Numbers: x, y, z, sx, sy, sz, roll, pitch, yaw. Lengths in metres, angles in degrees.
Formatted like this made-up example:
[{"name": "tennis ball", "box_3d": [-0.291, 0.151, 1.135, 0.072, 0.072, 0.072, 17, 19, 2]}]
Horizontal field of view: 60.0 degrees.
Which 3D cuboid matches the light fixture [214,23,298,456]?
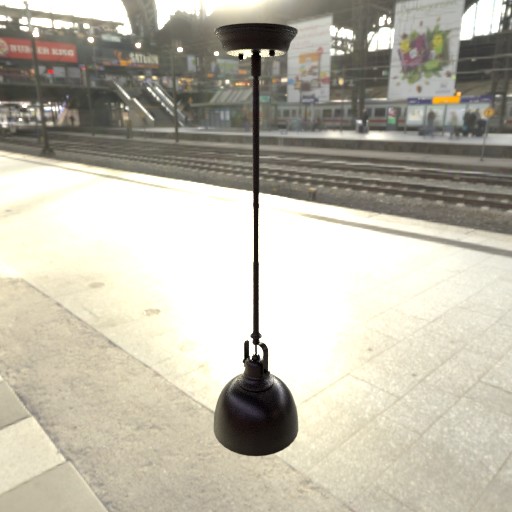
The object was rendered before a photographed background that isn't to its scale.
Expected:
[{"name": "light fixture", "box_3d": [0.000, 0.000, 0.838, 0.182, 0.768, 0.182, 16, 23, 41]}]
